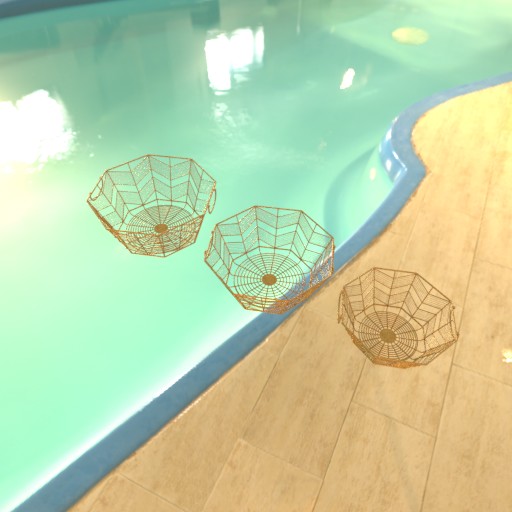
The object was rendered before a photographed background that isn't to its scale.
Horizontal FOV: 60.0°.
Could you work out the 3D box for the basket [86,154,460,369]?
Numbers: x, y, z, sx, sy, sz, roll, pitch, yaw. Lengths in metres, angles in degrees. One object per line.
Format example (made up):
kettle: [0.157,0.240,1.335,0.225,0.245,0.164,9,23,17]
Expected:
basket: [0.000,0.000,1.406,1.245,0.178,0.432,25,52,21]
